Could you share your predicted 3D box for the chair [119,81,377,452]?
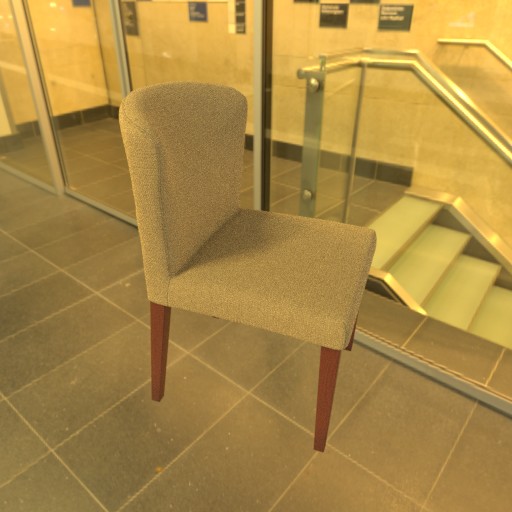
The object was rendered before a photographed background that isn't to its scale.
[{"bbox_3d":[0.000,0.000,1.194,0.589,0.839,0.491,11,32,17],"label":"chair"}]
